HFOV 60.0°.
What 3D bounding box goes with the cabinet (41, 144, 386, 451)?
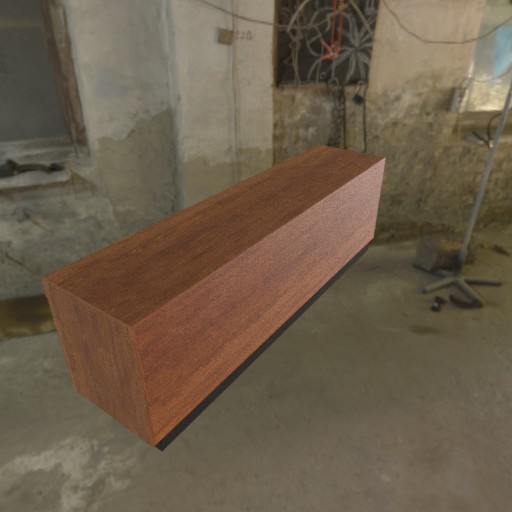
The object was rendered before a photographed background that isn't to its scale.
[{"bbox_3d":[0.000,0.000,1.854,0.419,0.510,1.600,20,36,30],"label":"cabinet"}]
